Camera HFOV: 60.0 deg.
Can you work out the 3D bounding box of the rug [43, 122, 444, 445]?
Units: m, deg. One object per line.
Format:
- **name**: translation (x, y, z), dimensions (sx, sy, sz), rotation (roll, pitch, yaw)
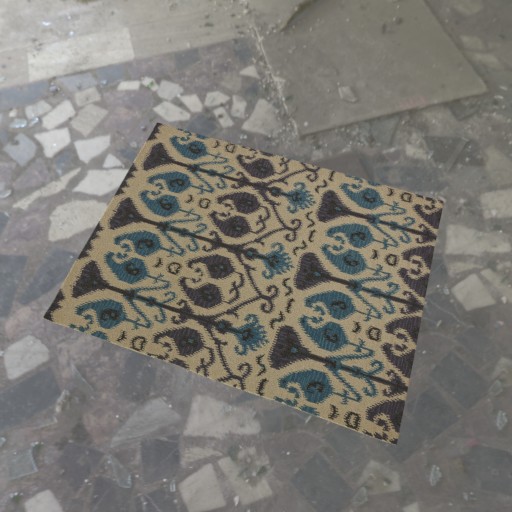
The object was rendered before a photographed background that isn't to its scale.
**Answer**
- **rug**: translation (0.000, 0.000, 4.261), dimensions (3.228, 0.024, 2.443), rotation (17, 65, 8)
